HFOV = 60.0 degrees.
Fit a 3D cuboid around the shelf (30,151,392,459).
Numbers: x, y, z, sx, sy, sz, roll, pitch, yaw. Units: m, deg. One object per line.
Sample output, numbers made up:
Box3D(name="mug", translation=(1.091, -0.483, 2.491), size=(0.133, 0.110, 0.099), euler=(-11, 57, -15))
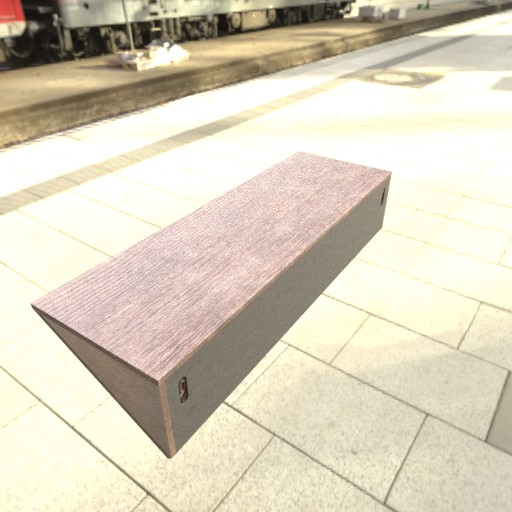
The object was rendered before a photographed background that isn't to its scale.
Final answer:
Box3D(name="shelf", translation=(0.000, 0.000, 0.697), size=(0.200, 0.125, 0.610), euler=(20, 38, 28))
